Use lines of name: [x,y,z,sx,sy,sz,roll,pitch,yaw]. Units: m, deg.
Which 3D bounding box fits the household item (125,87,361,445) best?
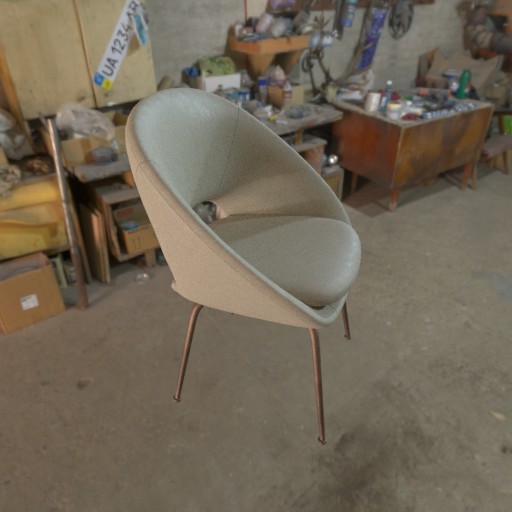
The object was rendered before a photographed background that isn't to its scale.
household item: [0.000,0.000,1.254,0.573,0.852,0.623,10,33,16]
